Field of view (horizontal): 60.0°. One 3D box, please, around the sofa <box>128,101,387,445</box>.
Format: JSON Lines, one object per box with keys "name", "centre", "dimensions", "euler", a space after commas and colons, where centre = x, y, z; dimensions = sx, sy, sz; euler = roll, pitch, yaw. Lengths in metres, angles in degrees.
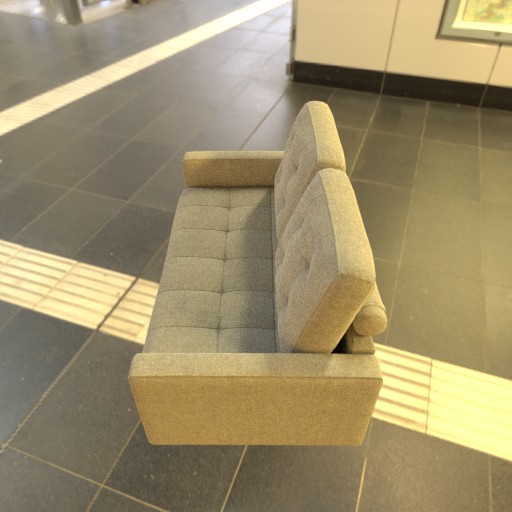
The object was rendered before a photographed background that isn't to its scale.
{"name": "sofa", "centre": [0.000, 0.000, 1.931], "dimensions": [0.842, 0.907, 1.407], "euler": [0, 42, 0]}
